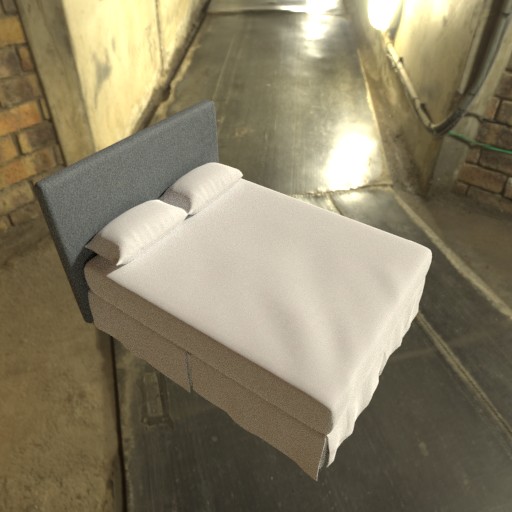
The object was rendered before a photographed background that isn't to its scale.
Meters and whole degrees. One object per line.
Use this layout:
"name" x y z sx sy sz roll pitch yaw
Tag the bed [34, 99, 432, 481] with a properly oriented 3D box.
"bed" 0.000 0.000 3.152 2.142 1.330 1.723 24 46 26
